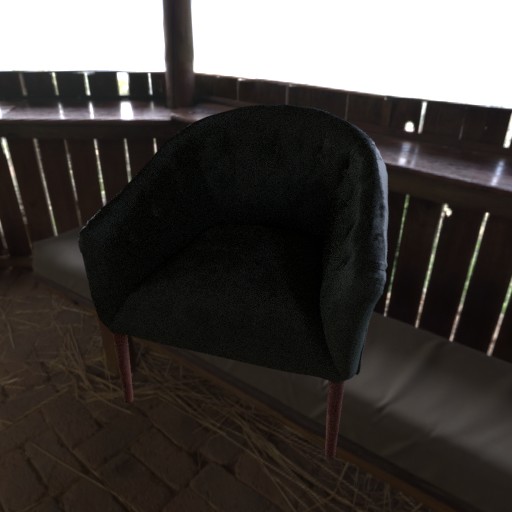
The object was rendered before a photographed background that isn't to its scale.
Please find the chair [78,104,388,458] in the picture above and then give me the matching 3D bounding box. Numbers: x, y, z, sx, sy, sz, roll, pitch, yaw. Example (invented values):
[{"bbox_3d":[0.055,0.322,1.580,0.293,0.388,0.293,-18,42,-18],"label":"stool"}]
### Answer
[{"bbox_3d":[0.000,0.000,1.500,0.851,0.885,0.776,9,29,16],"label":"chair"}]
